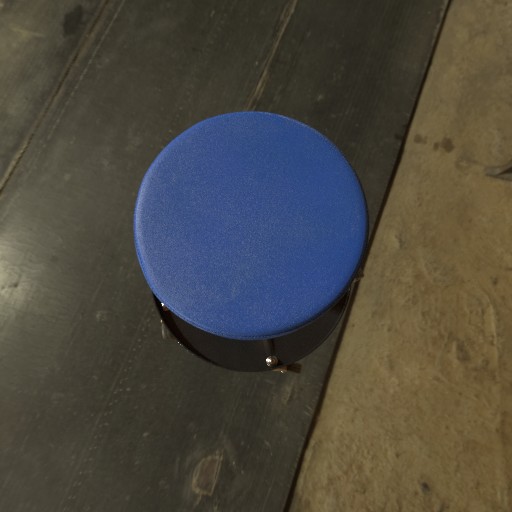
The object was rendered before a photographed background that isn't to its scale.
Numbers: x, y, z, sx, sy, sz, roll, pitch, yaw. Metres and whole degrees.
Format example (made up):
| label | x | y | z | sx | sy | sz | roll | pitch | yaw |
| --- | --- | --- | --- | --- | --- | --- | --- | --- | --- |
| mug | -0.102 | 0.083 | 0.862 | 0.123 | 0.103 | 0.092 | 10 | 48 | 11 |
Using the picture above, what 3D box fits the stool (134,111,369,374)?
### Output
| label | x | y | z | sx | sy | sz | roll | pitch | yaw |
| --- | --- | --- | --- | --- | --- | --- | --- | --- | --- |
| stool | 0.000 | 0.000 | 0.675 | 0.382 | 0.365 | 0.381 | -17 | 76 | -4 |
